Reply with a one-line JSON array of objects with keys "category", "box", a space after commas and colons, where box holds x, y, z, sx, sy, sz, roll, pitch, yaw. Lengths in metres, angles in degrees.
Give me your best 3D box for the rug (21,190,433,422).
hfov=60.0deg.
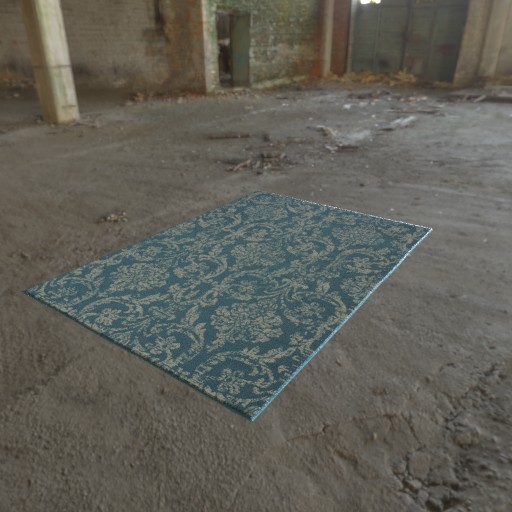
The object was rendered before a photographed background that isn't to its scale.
[{"category": "rug", "box": [0.000, 0.000, 2.800, 1.554, 0.012, 2.205, 18, 31, 32]}]
